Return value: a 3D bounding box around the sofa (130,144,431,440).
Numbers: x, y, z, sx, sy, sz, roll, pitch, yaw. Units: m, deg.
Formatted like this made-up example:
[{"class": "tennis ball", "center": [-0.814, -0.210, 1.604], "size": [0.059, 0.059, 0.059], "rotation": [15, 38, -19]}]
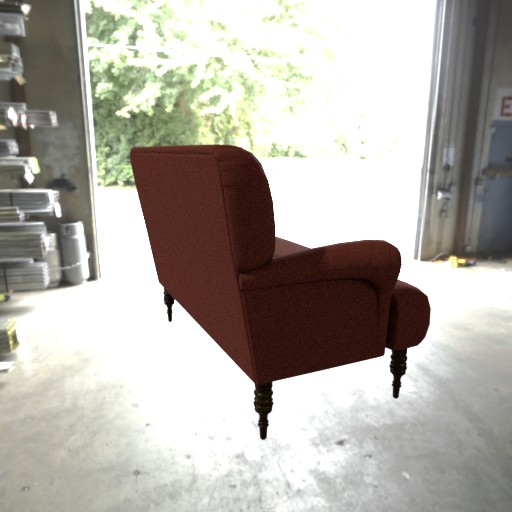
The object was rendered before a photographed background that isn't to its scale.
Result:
[{"class": "sofa", "center": [0.000, 0.000, 1.851], "size": [0.779, 0.889, 1.297], "rotation": [-6, 15, -25]}]
